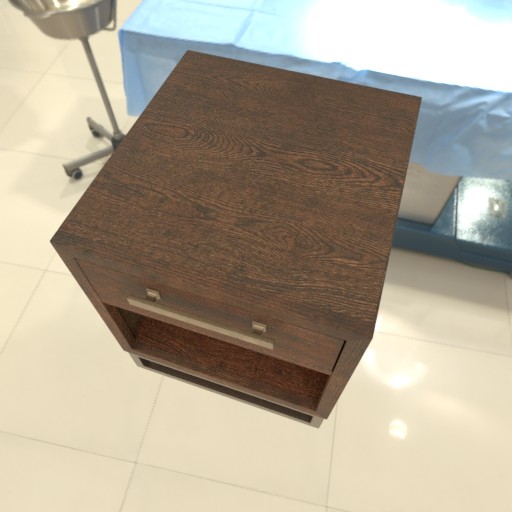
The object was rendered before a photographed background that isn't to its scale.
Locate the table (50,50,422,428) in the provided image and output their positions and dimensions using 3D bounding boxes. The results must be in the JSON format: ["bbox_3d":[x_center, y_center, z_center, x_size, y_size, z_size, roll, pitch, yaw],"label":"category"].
[{"bbox_3d":[0.000,0.000,1.020,0.506,0.582,0.566,16,58,10],"label":"table"}]
